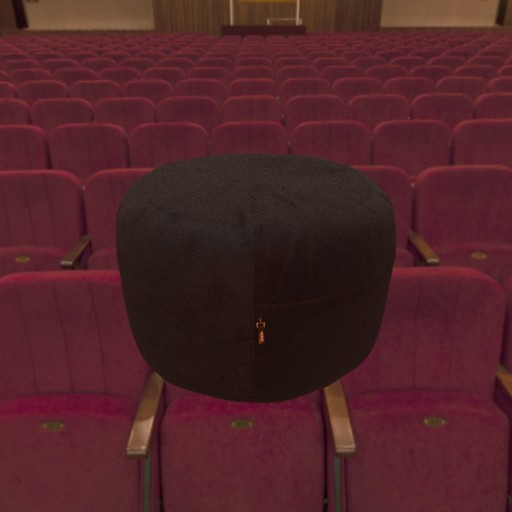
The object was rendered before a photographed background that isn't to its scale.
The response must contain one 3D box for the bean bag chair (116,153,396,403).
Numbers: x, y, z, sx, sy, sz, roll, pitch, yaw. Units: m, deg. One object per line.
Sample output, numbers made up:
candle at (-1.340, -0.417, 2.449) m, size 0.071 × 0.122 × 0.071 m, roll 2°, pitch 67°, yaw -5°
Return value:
bean bag chair at (0.000, 0.000, 2.047) m, size 1.219 × 0.762 × 1.219 m, roll 0°, pitch 26°, yaw 0°
